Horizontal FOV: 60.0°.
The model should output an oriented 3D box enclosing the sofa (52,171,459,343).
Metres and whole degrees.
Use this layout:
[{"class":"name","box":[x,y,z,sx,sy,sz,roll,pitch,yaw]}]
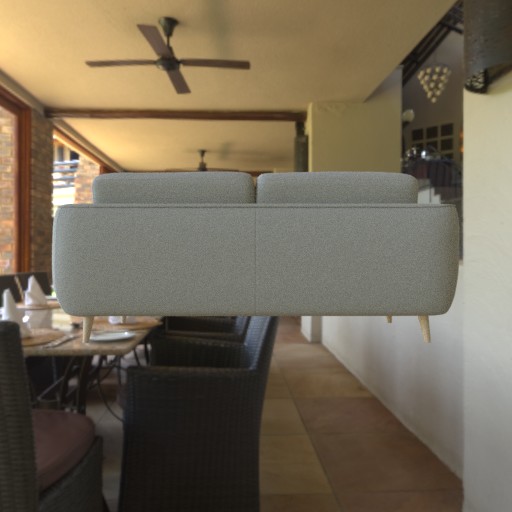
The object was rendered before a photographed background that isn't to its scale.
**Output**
[{"class":"sofa","box":[0.000,0.000,2.495,2.000,0.850,0.920,0,0,0]}]
